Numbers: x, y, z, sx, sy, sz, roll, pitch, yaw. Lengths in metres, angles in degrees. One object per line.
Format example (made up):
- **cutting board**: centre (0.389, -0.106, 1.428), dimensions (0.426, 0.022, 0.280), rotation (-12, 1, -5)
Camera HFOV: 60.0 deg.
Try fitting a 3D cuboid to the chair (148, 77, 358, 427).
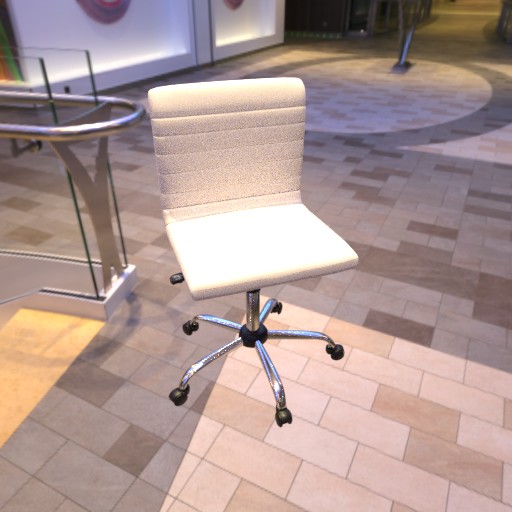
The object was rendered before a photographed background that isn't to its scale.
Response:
- **chair**: centre (0.000, 0.000, 1.085), dimensions (0.520, 0.750, 0.455), rotation (-11, 34, -16)
